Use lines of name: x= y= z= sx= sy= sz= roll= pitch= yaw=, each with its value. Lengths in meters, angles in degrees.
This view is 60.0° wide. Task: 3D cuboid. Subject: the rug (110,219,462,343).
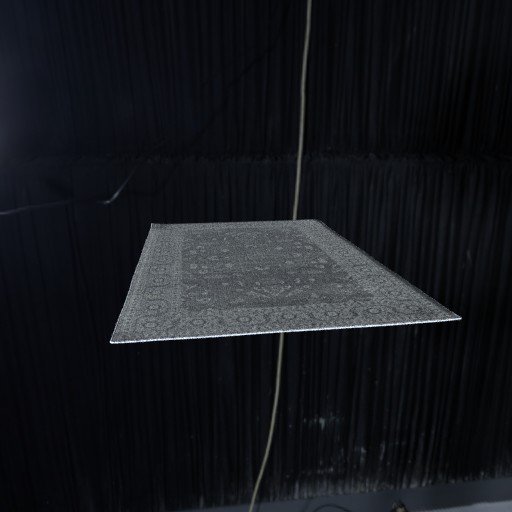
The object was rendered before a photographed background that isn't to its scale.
rug: x=0.000 y=0.000 z=2.349 sx=1.209 sy=0.019 sz=1.828 roll=-2 pitch=16 yaw=-8
